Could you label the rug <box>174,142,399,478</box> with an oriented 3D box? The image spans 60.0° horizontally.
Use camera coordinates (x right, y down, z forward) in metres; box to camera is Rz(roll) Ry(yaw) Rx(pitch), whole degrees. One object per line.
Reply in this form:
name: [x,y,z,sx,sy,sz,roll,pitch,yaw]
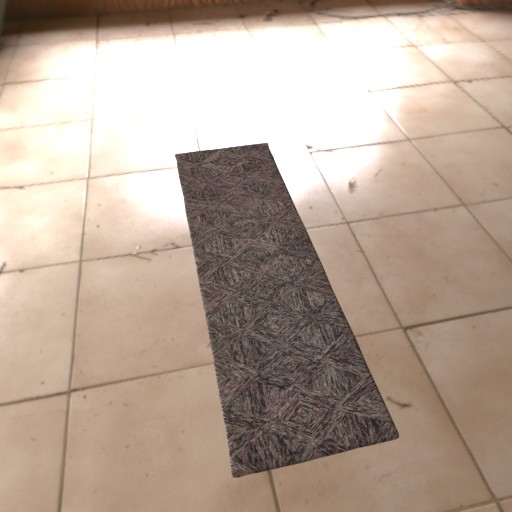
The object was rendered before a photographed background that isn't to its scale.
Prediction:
rug: [0.000,0.000,2.552,0.719,0.013,2.305,-9,47,-9]
